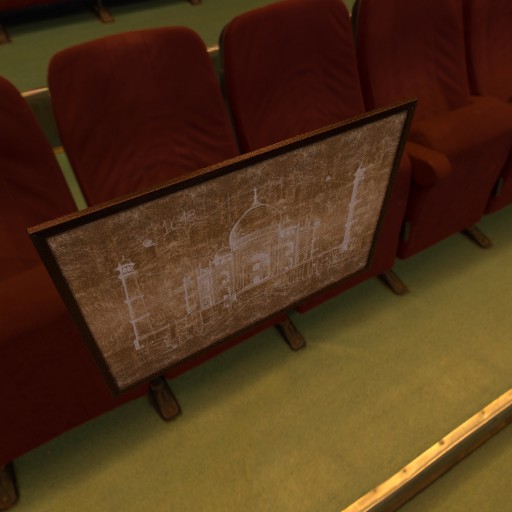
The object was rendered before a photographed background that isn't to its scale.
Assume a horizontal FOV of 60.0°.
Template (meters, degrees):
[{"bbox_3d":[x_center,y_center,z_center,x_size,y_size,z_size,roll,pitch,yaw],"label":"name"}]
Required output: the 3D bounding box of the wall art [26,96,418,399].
[{"bbox_3d":[0.000,0.000,1.025,0.816,0.559,0.014,-24,51,-21],"label":"wall art"}]
